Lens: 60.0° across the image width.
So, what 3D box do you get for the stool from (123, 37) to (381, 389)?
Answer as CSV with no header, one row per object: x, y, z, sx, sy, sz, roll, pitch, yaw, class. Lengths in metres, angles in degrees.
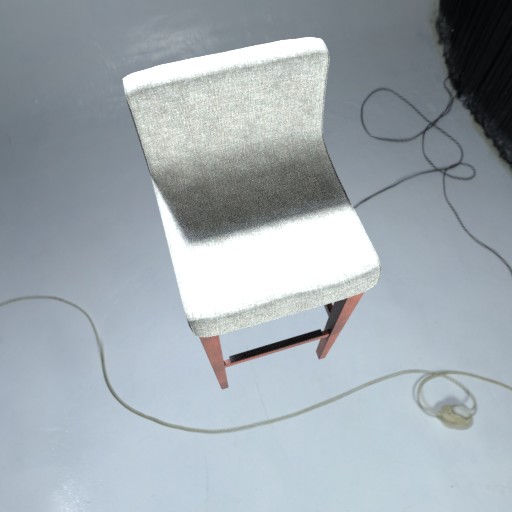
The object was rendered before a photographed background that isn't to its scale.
0.000,0.000,1.224,0.426,0.965,0.499,-15,63,-8,stool
